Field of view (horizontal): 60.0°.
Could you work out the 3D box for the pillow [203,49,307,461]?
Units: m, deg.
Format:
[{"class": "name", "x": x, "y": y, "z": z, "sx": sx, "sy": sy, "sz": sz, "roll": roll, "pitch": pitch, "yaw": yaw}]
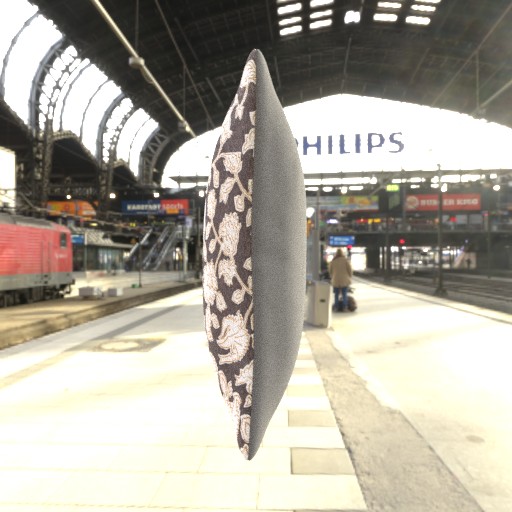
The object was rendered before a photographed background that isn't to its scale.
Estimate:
[{"class": "pillow", "x": 0.000, "y": 0.000, "z": 0.804, "sx": 0.166, "sy": 0.507, "sz": 0.526, "roll": 0, "pitch": -1, "yaw": 1}]
